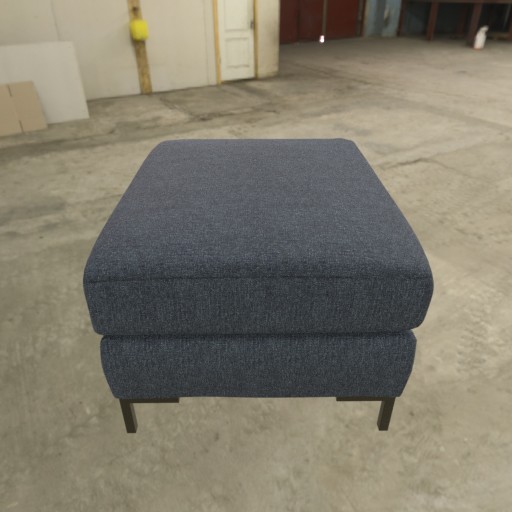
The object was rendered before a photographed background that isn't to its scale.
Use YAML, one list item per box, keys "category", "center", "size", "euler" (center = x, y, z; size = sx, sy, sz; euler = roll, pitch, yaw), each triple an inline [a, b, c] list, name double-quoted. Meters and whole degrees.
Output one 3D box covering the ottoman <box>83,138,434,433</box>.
- category: "ottoman"
  center: [0.000, 0.000, 1.292]
  size: [0.695, 0.533, 0.831]
  euler: [0, 32, -1]
